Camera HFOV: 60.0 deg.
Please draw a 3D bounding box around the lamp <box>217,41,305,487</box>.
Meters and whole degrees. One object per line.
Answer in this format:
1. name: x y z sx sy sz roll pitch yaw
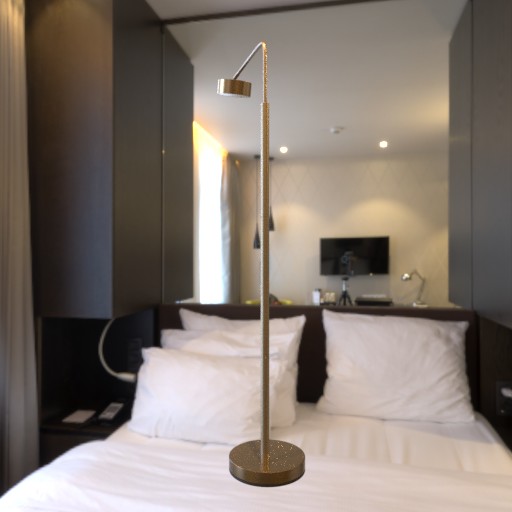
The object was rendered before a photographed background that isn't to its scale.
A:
1. lamp: 0.000 0.000 1.383 0.219 1.230 0.418 0 -1 -19
